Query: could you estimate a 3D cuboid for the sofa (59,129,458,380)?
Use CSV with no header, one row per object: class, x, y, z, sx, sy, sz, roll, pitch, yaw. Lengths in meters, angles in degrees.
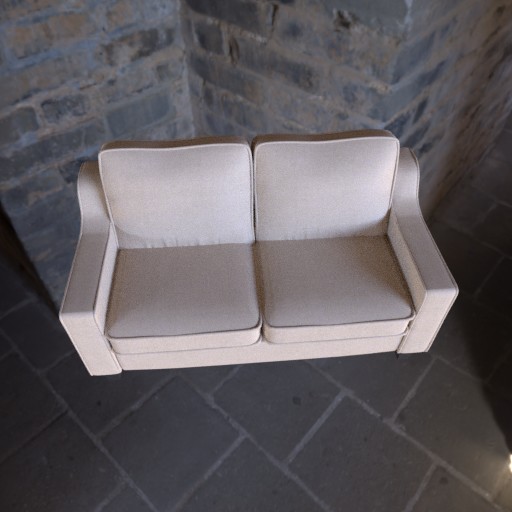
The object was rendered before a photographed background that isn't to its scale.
sofa,0.000,0.000,3.404,2.587,1.562,1.351,-3,47,-3
